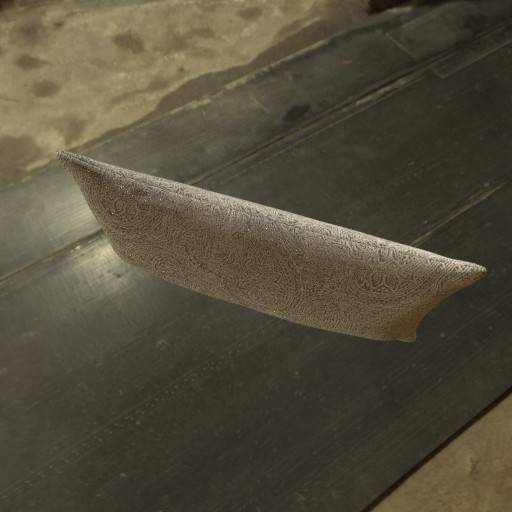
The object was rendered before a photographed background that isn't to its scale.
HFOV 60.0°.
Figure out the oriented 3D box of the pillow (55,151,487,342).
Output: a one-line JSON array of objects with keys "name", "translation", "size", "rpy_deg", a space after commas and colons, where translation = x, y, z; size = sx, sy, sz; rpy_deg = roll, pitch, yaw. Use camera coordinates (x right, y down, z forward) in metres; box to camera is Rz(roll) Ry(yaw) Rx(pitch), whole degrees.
[{"name": "pillow", "translation": [0.000, 0.000, 0.730], "size": [0.615, 0.295, 0.151], "rpy_deg": [16, 64, 8]}]
